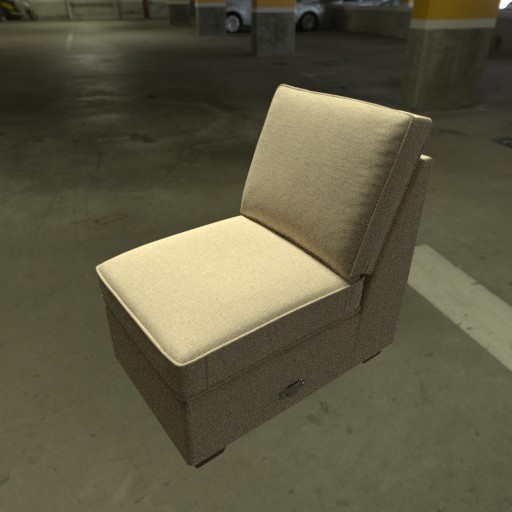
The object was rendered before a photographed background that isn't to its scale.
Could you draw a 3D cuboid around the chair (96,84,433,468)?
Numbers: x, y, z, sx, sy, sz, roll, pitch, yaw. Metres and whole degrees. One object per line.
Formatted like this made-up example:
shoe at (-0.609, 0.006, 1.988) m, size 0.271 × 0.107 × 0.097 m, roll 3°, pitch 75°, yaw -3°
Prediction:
chair at (0.000, 0.000, 1.502) m, size 0.938 × 0.970 × 0.621 m, roll -21°, pitch 36°, yaw -31°
